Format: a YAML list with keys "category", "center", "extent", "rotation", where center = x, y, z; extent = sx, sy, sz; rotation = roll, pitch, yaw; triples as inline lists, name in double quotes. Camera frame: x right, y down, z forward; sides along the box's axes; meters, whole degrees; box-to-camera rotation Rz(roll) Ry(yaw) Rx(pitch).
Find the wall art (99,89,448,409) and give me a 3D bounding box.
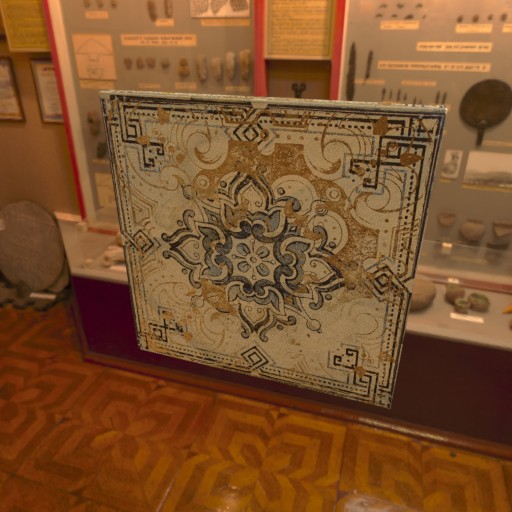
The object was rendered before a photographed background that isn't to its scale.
- category: "wall art"
  center: [0.000, 0.000, 0.894]
  extent: [0.609, 0.607, 0.036]
  rotation: [9, 29, 17]
